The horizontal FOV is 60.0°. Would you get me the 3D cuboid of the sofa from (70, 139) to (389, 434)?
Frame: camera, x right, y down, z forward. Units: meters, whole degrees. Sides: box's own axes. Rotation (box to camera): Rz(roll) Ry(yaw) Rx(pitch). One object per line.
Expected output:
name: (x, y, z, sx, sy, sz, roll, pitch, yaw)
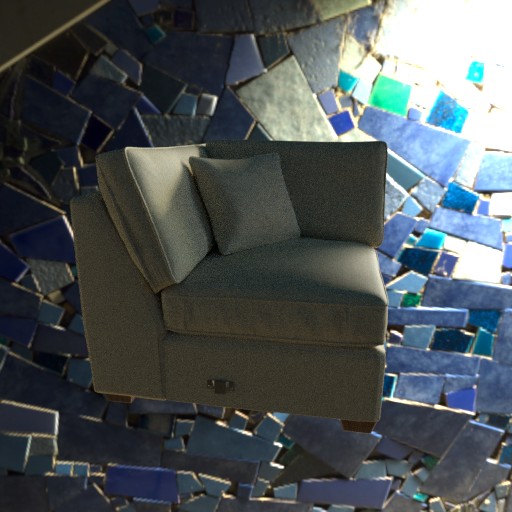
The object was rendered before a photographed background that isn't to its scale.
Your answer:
sofa: (0.000, 0.000, 2.000, 1.146, 1.002, 1.084, 3, 16, 9)
